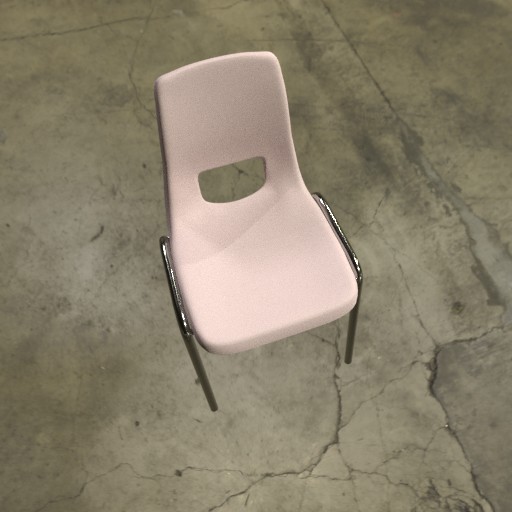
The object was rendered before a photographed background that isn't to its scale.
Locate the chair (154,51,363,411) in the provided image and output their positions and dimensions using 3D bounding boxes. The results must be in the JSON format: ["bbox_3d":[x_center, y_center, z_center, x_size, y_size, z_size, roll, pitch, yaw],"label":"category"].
[{"bbox_3d":[0.000,0.000,0.927,0.381,0.653,0.436,-17,64,-9],"label":"chair"}]
